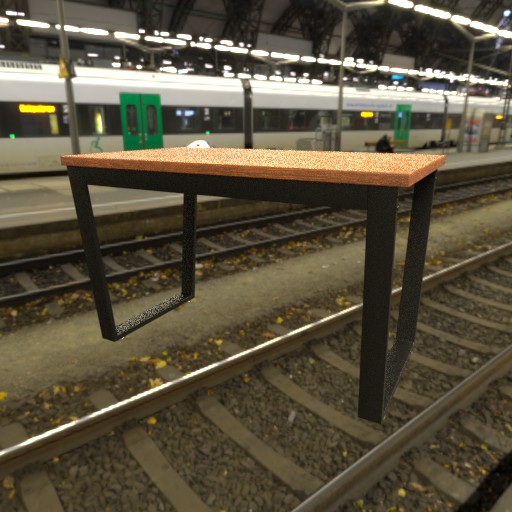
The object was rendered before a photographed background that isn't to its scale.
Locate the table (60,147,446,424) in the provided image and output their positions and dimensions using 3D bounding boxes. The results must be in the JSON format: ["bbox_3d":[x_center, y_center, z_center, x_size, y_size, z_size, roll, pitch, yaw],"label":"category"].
[{"bbox_3d":[0.000,0.000,1.715,1.205,0.760,0.714,9,19,27],"label":"table"}]
